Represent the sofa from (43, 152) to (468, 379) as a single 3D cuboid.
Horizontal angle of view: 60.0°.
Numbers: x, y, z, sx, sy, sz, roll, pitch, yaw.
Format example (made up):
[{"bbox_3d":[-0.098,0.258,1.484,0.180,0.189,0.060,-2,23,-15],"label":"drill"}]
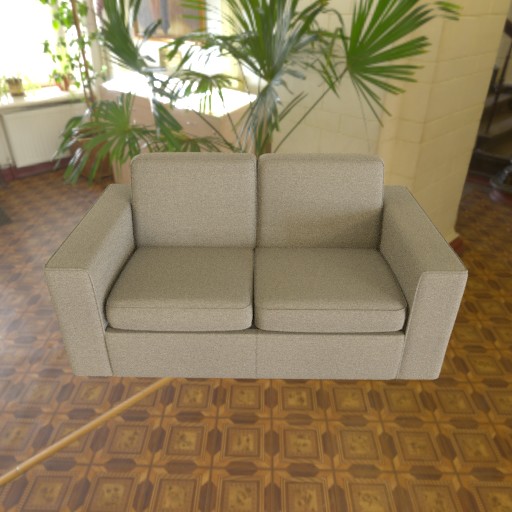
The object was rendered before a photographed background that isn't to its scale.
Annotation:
[{"bbox_3d":[0.000,0.000,2.387,1.812,0.924,1.007,0,31,1],"label":"sofa"}]
